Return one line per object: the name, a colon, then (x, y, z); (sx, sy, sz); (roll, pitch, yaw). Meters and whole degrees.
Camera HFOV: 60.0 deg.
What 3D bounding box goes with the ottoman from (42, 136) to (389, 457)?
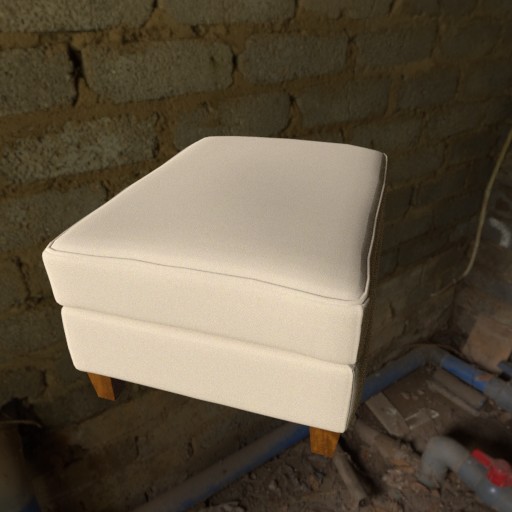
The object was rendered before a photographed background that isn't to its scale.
ottoman: (0.000, 0.000, 1.177); (0.634, 0.485, 0.818); (9, 31, 14)
